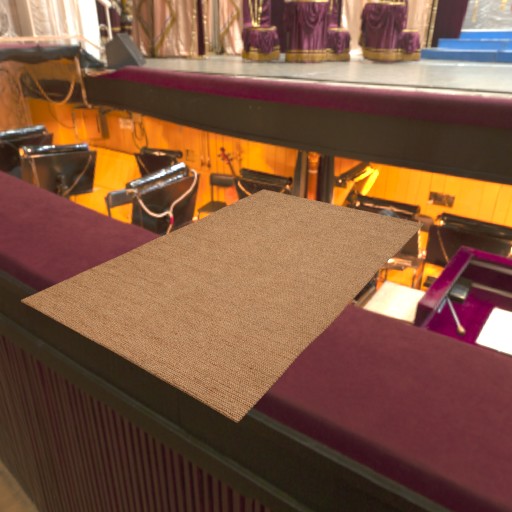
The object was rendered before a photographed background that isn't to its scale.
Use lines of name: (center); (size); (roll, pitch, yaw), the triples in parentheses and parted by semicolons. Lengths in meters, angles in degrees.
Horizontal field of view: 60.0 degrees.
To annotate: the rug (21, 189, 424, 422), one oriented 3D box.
rug: (0.000, 0.000, 2.991); (1.533, 0.011, 2.439); (17, 31, 31)
